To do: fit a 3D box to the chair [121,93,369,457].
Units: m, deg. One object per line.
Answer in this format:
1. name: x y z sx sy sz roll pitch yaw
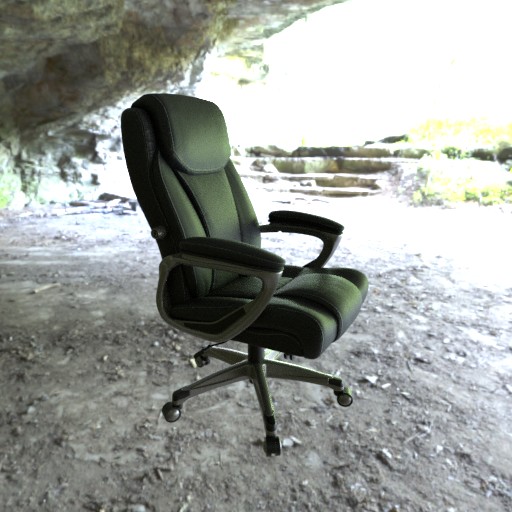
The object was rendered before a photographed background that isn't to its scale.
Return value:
1. chair: 0.000 0.000 1.671 0.784 1.167 0.741 7 16 26
